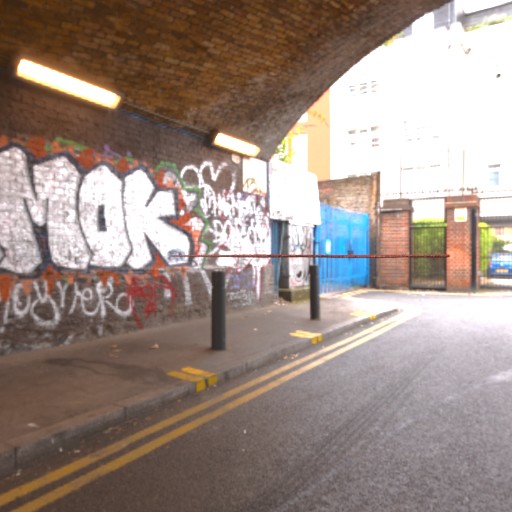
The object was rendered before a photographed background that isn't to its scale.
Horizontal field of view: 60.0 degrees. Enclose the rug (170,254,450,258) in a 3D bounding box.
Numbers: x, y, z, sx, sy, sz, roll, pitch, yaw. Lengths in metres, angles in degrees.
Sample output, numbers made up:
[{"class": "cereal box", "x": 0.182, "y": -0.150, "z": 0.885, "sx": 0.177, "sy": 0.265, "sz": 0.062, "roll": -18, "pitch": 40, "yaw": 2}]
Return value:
[{"class": "rug", "x": 0.000, "y": 0.000, "z": 2.532, "sx": 0.687, "sy": 0.012, "sz": 2.307, "roll": 0, "pitch": 0, "yaw": -18}]
